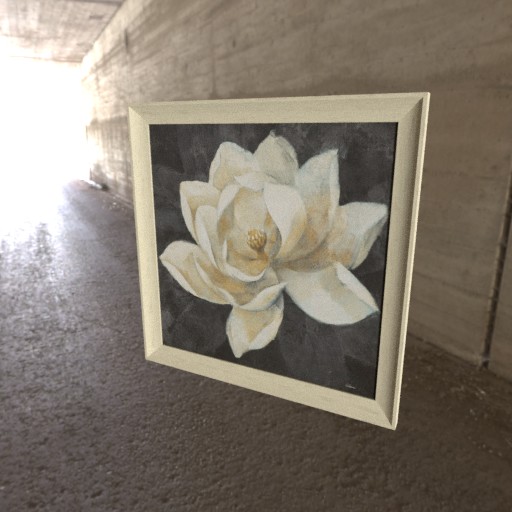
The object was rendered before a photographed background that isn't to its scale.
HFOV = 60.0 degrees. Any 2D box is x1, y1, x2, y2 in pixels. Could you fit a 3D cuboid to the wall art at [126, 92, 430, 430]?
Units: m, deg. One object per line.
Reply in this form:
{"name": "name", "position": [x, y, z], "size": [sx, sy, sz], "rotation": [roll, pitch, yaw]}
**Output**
{"name": "wall art", "position": [0.000, 0.000, 1.517], "size": [1.016, 1.016, 0.045], "rotation": [8, 17, 26]}
